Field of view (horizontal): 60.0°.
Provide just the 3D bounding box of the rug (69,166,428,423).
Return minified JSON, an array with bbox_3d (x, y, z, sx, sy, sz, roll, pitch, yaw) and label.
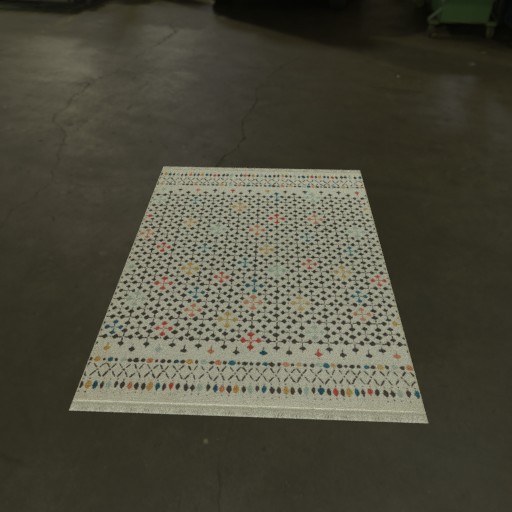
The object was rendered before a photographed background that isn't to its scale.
[{"bbox_3d":[0.000,0.000,4.104,2.354,0.007,3.196,1,41,2],"label":"rug"}]
